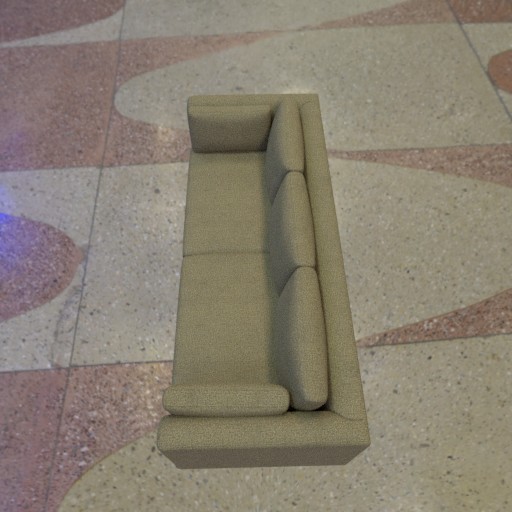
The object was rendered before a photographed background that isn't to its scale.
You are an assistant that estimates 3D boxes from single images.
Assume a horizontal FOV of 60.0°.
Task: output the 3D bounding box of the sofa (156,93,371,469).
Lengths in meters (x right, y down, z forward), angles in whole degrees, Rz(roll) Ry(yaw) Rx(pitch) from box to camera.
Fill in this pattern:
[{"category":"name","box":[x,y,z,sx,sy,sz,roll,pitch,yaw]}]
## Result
[{"category":"sofa","box":[0.000,0.000,2.868,0.969,0.867,2.415,-1,58,-1]}]
